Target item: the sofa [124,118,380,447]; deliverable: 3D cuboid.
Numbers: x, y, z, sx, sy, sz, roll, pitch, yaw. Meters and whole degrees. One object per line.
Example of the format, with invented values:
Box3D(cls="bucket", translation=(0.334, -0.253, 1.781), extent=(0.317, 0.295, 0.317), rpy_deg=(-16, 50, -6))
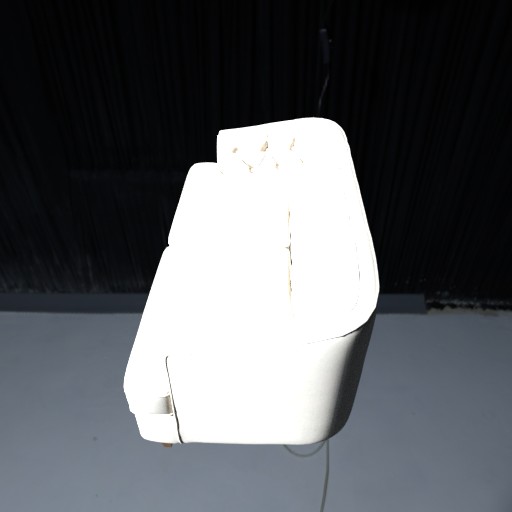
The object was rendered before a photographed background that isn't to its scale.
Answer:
Box3D(cls="sofa", translation=(0.000, 0.000, 2.279), extent=(0.940, 0.878, 1.731), rpy_deg=(2, 41, 2))
